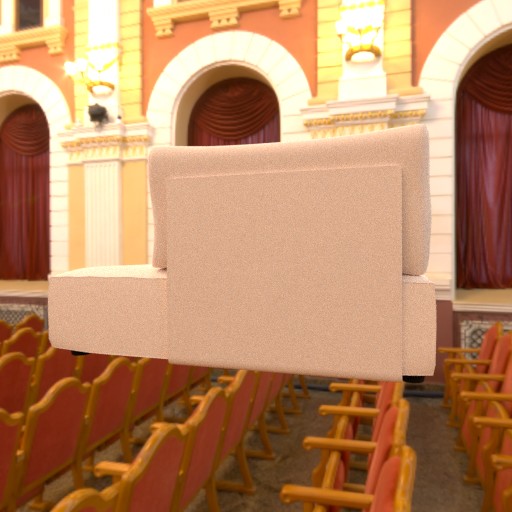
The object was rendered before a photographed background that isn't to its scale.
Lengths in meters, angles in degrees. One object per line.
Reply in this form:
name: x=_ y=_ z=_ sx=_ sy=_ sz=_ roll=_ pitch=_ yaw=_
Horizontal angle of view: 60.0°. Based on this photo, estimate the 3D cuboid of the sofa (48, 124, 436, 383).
sofa: x=0.000 y=0.000 z=2.019 sx=1.450 sy=0.820 sz=1.000 roll=0 pitch=0 yaw=18
